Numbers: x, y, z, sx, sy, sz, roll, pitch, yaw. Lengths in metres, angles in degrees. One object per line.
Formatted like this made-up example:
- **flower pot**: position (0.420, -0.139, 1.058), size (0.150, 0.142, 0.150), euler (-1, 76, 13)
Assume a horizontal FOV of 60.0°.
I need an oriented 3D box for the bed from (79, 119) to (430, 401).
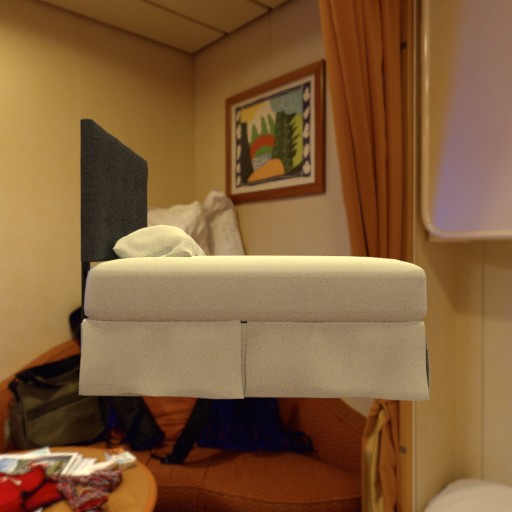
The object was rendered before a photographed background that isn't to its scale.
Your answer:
- **bed**: position (0.000, 0.000, 3.040), size (1.997, 1.571, 1.261), euler (0, 0, 2)
